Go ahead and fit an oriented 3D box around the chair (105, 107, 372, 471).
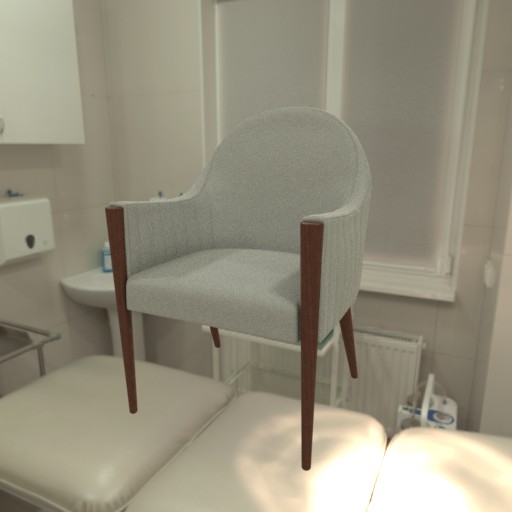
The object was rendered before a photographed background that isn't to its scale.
[{"bbox_3d":[0.000,0.000,1.324,0.610,0.889,0.620,7,15,25],"label":"chair"}]
